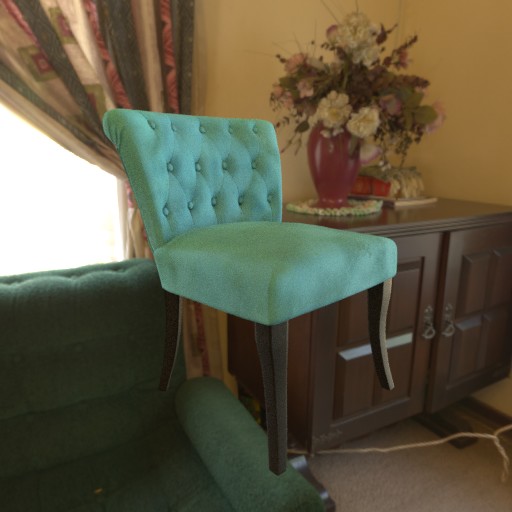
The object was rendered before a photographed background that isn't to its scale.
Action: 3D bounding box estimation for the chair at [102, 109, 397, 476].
[{"bbox_3d":[0.000,0.000,1.190,0.605,0.750,0.582,12,18,43],"label":"chair"}]
